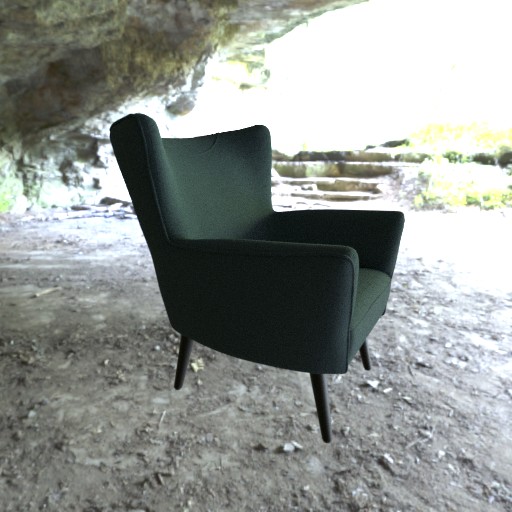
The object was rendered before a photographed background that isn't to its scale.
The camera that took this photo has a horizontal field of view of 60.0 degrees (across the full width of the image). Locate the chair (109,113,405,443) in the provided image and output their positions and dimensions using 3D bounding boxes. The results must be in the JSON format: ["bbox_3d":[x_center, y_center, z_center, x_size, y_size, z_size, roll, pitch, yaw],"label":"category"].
[{"bbox_3d":[0.000,0.000,1.566,0.888,0.933,0.781,7,16,27],"label":"chair"}]
